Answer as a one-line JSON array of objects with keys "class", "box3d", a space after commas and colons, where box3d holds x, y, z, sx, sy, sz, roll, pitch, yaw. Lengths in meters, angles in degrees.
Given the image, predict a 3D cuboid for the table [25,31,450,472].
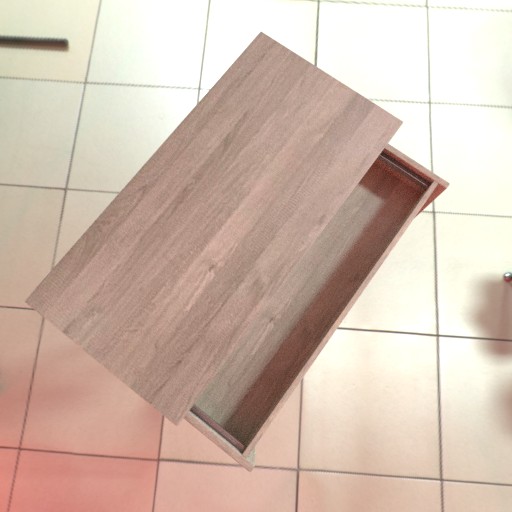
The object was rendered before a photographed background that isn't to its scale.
[{"class": "table", "box3d": [0.000, 0.000, 1.438, 0.712, 0.570, 1.000, 36, 79, 8]}]
